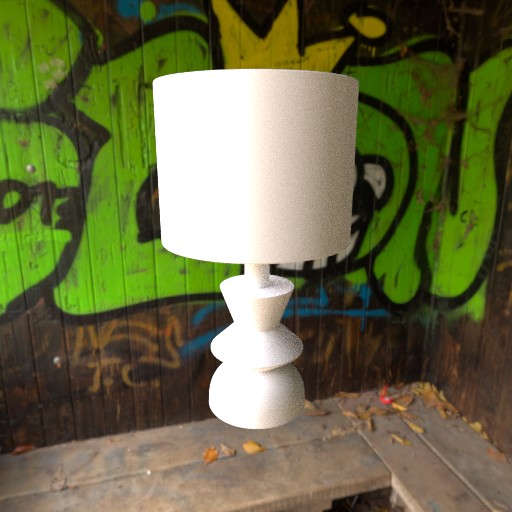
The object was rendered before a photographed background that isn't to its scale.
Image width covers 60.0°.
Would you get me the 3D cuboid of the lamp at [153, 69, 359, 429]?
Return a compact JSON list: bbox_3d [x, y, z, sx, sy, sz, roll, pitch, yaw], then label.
[{"bbox_3d":[0.000,0.000,0.732,0.301,0.533,0.301,-14,21,-42],"label":"lamp"}]
